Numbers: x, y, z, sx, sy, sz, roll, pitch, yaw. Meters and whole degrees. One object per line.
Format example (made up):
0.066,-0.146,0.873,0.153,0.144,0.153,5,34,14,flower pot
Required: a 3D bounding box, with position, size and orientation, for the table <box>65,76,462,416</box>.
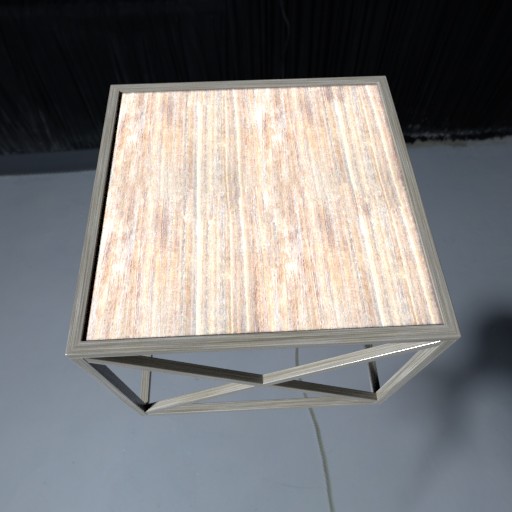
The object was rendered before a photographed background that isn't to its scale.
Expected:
0.000,0.000,1.051,0.611,0.507,0.609,-2,60,-1,table
